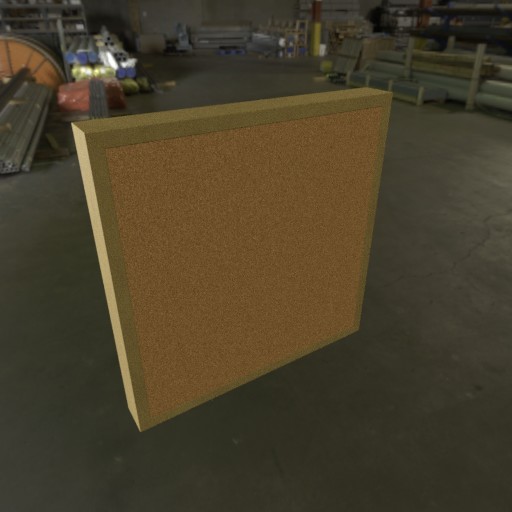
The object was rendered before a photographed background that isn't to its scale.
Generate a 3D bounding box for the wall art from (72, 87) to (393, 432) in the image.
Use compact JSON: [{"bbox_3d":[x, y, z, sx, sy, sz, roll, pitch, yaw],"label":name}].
[{"bbox_3d":[0.000,0.000,0.465,0.305,0.305,0.038,-17,34,-28],"label":"wall art"}]
